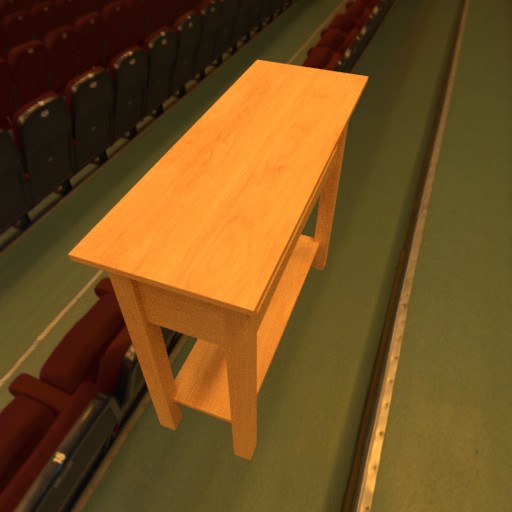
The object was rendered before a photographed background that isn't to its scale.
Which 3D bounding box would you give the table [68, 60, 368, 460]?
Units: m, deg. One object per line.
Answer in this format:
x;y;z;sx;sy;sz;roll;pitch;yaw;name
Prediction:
0.000;0.000;1.264;0.340;0.728;0.900;15;47;15;table
